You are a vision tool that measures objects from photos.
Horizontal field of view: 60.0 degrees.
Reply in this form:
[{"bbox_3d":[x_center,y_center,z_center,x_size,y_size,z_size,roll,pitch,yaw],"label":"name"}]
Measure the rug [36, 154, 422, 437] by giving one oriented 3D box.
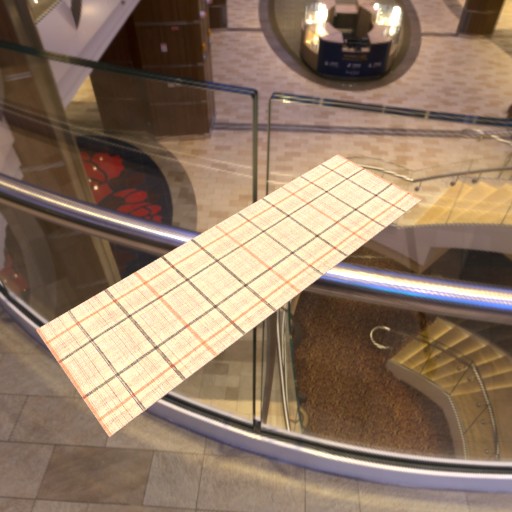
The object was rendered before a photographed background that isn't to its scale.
[{"bbox_3d":[0.000,0.000,2.709,2.439,0.008,0.762,-33,55,-28],"label":"rug"}]
